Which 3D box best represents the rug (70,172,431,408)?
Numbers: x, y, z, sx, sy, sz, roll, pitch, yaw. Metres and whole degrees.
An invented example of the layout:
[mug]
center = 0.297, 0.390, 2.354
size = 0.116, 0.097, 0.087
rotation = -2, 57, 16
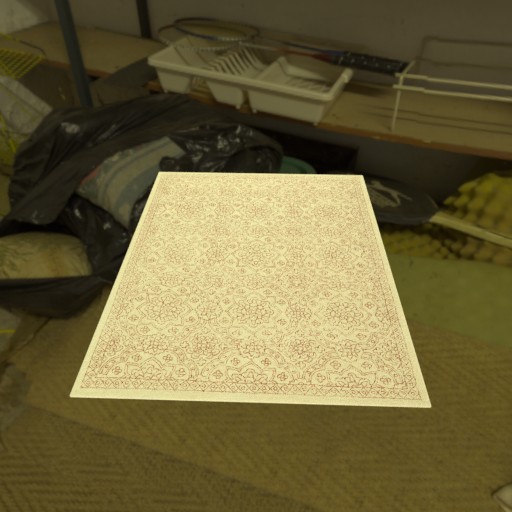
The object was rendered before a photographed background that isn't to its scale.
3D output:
[rug]
center = 0.000, 0.000, 4.146
size = 2.441, 0.015, 3.050
rotation = 1, 40, 1
